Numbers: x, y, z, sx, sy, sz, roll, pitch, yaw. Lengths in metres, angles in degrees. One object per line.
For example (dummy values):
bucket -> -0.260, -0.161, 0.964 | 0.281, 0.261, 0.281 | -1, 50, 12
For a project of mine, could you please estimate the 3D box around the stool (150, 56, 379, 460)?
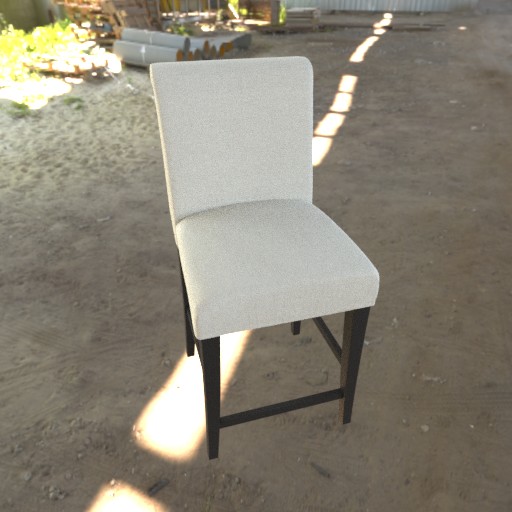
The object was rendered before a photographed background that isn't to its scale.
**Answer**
stool -> 0.000, 0.000, 1.279 | 0.452, 0.976, 0.597 | -9, 33, -14
